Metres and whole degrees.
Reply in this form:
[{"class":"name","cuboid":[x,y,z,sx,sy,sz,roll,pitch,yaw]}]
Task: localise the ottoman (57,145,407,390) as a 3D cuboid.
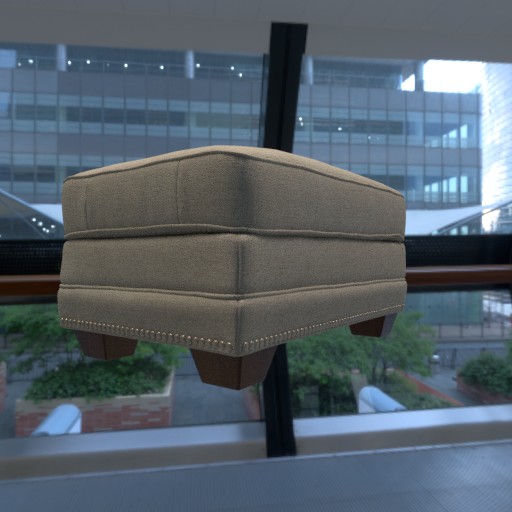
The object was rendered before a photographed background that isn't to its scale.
[{"class":"ottoman","cuboid":[0.000,0.000,1.156,0.559,0.458,0.813,0,-1,37]}]
